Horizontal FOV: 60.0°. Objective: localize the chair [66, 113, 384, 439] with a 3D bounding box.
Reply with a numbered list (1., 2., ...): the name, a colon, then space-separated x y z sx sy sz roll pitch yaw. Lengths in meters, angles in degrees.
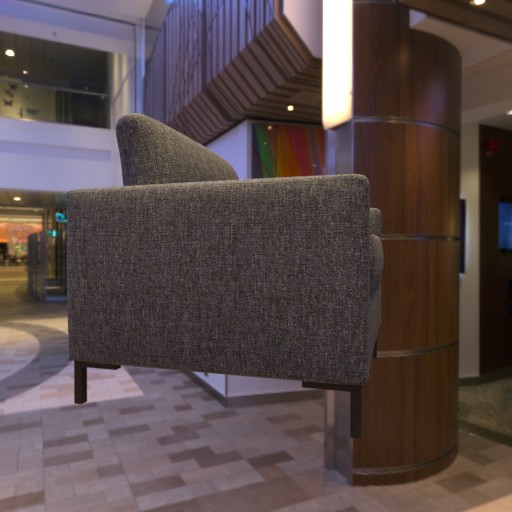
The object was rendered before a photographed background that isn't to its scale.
1. chair: 0.000 0.000 1.586 0.866 0.861 0.963 0 0 18
